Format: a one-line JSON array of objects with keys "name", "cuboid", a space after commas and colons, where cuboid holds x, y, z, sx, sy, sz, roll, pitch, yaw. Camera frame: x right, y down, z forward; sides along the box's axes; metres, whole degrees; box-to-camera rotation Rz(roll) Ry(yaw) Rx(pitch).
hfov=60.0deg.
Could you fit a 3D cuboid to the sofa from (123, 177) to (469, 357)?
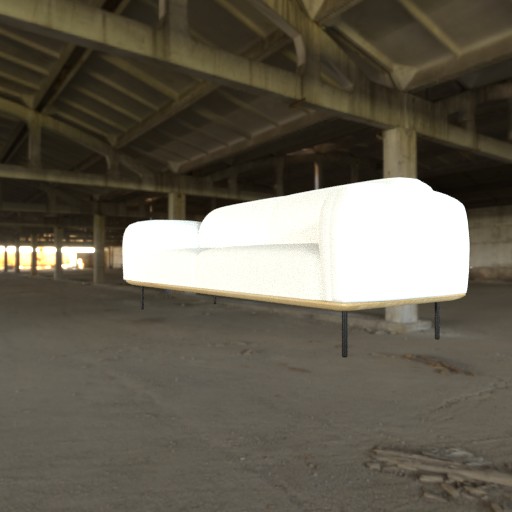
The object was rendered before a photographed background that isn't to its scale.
[{"name": "sofa", "cuboid": [0.000, 0.000, 2.662, 0.870, 0.780, 2.280, 0, 0, -36]}]
